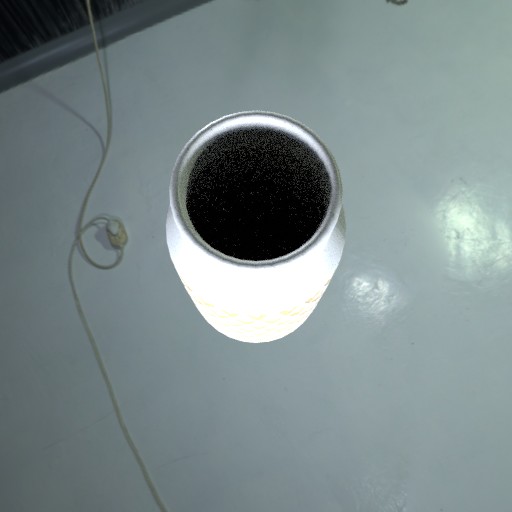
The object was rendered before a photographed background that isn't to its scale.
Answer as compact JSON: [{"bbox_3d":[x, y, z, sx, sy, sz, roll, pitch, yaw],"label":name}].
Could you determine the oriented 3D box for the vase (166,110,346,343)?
[{"bbox_3d":[0.000,0.000,0.378,0.137,0.307,0.137,0,77,0],"label":"vase"}]
